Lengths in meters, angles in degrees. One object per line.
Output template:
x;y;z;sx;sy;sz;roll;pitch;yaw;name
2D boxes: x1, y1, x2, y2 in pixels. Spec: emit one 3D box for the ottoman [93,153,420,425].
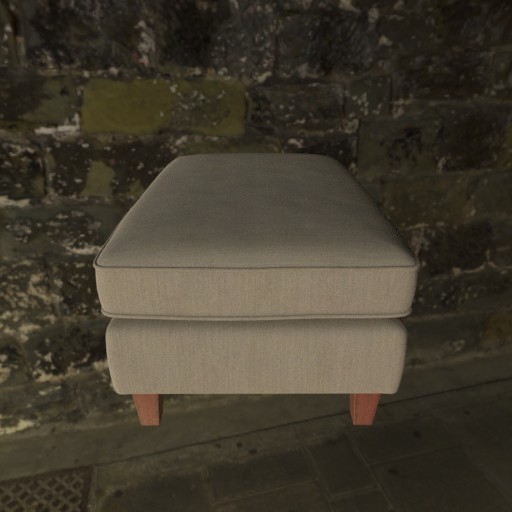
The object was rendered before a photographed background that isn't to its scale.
0.000;0.000;1.306;0.636;0.480;0.941;0;24;0;ottoman
